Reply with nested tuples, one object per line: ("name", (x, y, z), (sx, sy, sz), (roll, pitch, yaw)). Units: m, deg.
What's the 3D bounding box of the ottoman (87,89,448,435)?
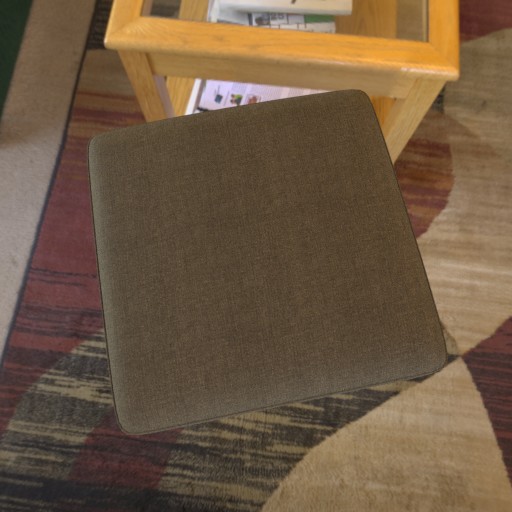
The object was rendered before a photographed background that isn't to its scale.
("ottoman", (0.000, 0.000, 1.664), (1.067, 0.559, 1.067), (-11, 75, -3))
